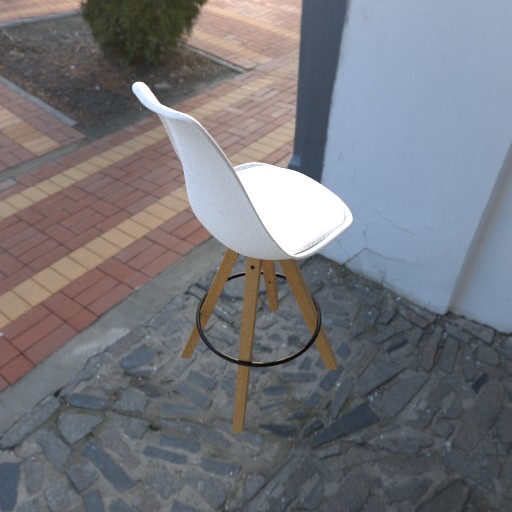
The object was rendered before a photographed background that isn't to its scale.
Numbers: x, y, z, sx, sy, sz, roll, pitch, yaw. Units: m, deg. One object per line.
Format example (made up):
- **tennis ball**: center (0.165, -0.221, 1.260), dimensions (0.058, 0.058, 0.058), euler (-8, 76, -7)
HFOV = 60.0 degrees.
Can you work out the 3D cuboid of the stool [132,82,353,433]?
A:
- **stool**: center (0.000, 0.000, 1.385), dimensions (0.549, 1.115, 0.482), euler (-25, 47, -26)
